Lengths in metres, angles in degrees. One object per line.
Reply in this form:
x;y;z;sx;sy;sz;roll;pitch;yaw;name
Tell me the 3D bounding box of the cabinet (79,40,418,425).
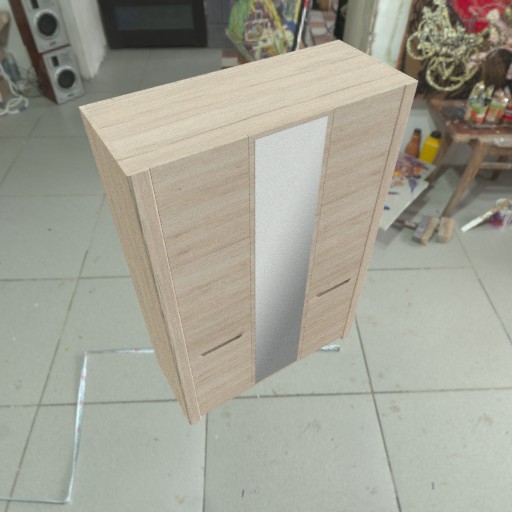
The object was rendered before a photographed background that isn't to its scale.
0.000;0.000;2.697;1.400;2.070;0.580;-24;51;-21;cabinet
